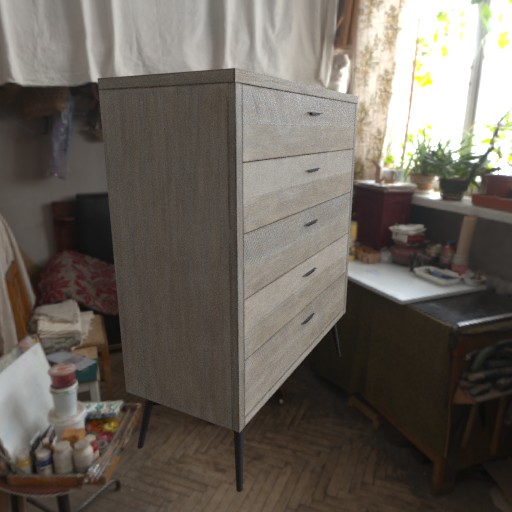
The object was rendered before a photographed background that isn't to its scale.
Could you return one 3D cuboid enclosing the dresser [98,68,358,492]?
[{"bbox_3d":[0.000,0.000,1.724,0.457,1.219,1.016,8,18,27],"label":"dresser"}]
